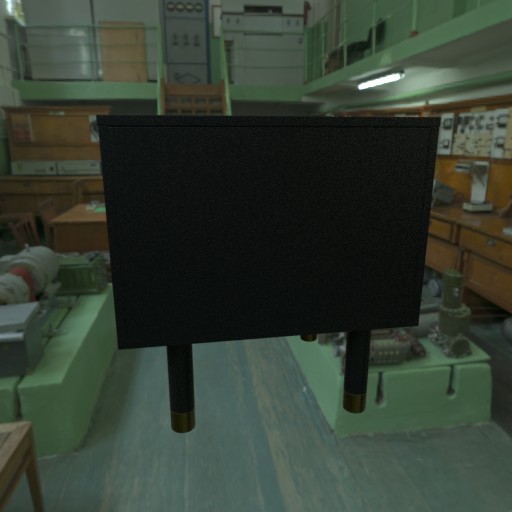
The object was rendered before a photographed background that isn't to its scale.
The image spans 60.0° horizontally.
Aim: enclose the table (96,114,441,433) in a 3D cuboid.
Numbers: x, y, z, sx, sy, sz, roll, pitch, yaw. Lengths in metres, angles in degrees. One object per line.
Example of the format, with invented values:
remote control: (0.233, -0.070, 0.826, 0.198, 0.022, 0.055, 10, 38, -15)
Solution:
table: (0.000, 0.000, 0.995, 0.564, 0.584, 0.441, -3, 16, -10)
